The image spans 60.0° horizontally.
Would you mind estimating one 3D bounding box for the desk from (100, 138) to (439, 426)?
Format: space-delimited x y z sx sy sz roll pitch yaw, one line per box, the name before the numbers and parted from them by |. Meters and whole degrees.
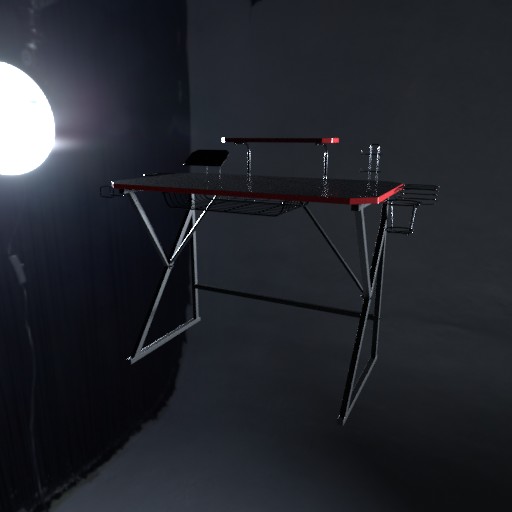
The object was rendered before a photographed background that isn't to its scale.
desk | 0.000 0.000 1.777 1.280 0.913 0.588 8 17 26
